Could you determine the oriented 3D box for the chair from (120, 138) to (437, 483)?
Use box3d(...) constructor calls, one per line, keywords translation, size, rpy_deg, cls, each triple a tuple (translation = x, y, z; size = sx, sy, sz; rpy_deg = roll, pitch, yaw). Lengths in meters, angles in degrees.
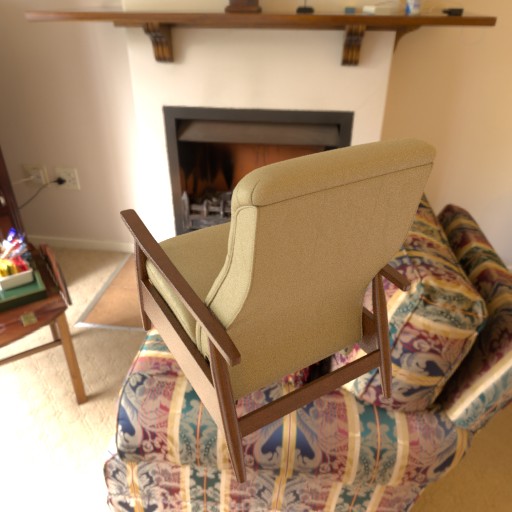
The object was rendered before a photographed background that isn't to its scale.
box3d(translation=(0.000, 0.000, 1.752), size=(0.762, 1.082, 1.014), rpy_deg=(-17, 35, -27), cls="chair")
